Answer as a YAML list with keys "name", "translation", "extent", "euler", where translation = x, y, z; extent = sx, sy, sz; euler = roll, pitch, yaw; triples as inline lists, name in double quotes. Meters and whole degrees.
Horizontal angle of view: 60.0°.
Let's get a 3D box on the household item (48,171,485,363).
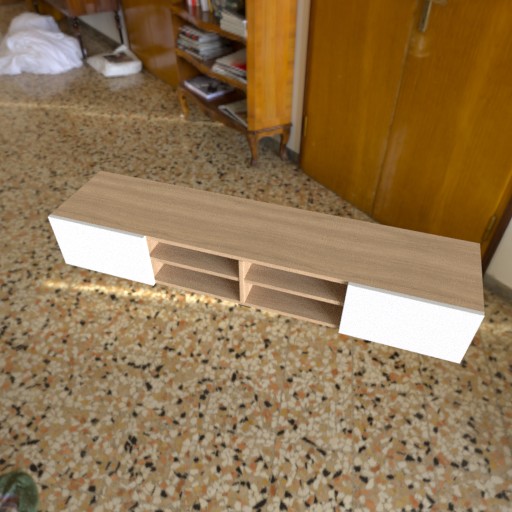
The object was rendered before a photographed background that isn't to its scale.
- name: "household item"
  translation: [0.000, 0.000, 2.042]
  extent: [1.850, 0.310, 0.420]
  euler: [13, 43, 14]
